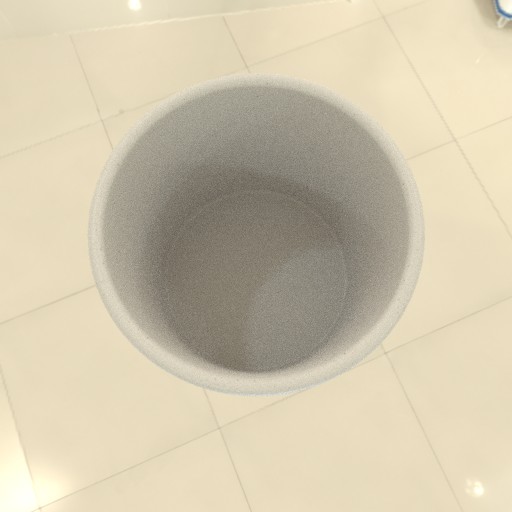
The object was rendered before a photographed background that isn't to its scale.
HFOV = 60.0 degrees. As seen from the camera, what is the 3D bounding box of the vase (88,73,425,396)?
[{"bbox_3d":[0.000,0.000,0.239,0.137,0.127,0.137,0,76,0],"label":"vase"}]
